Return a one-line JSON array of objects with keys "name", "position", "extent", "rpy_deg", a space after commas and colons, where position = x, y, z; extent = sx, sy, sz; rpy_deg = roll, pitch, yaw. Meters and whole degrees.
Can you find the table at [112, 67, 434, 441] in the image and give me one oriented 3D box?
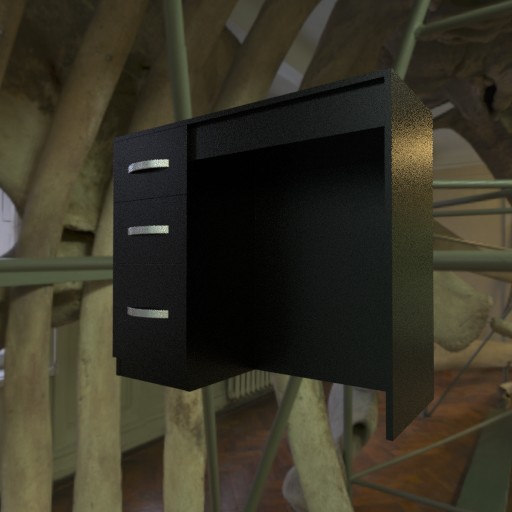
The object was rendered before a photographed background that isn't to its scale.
[{"name": "table", "position": [0.000, 0.000, 1.336], "extent": [0.930, 0.790, 0.380], "rpy_deg": [-1, -1, 35]}]
